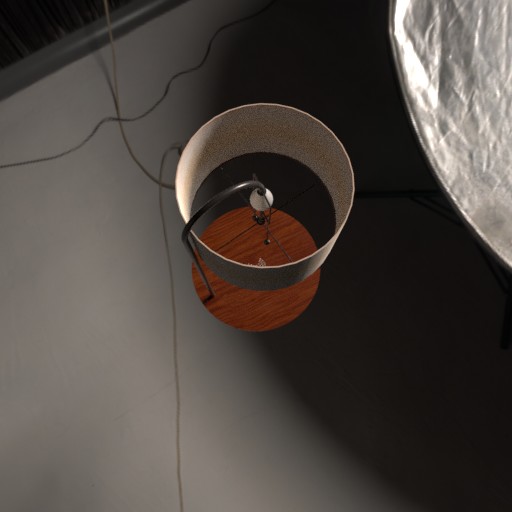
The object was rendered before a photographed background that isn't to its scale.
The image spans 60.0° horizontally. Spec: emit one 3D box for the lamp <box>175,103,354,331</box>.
[{"bbox_3d":[0.000,0.000,1.807,0.573,1.517,0.573,0,75,0],"label":"lamp"}]
